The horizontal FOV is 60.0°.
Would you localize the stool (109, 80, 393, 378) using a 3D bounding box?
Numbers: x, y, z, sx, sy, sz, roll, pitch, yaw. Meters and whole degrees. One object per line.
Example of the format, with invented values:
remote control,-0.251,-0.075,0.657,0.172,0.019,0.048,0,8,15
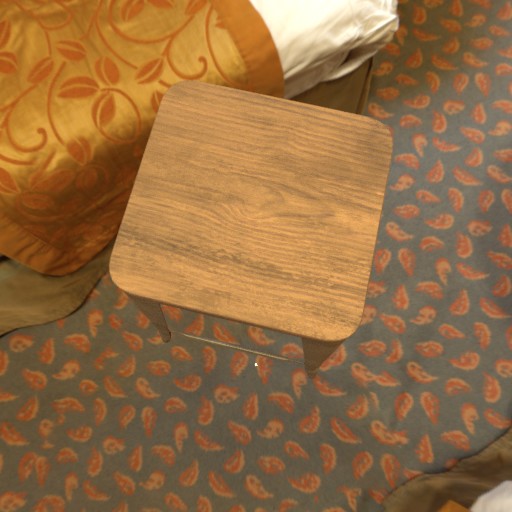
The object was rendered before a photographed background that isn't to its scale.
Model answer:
stool,0.000,0.000,0.875,0.407,0.607,0.407,13,77,3
